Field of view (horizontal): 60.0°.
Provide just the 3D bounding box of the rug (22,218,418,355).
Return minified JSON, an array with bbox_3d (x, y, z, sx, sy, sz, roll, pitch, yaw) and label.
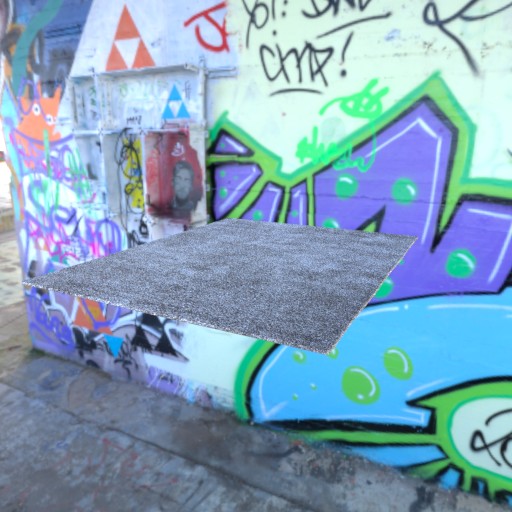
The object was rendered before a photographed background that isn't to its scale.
[{"bbox_3d":[0.000,0.000,4.059,2.401,0.025,3.000,8,17,27],"label":"rug"}]
